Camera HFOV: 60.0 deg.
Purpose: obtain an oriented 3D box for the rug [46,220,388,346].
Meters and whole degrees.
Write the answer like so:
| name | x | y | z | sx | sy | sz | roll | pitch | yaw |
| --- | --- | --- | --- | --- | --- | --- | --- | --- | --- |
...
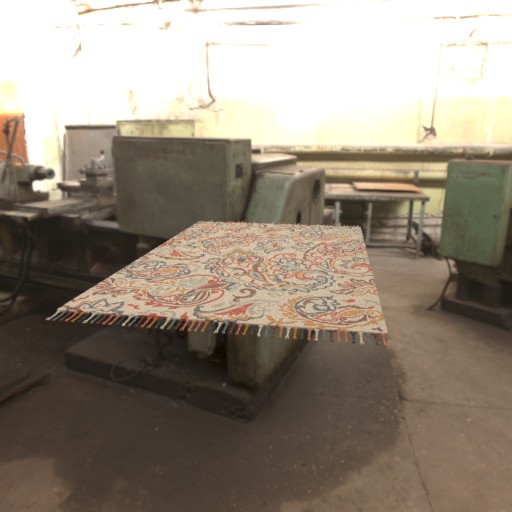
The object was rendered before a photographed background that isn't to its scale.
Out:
| name | x | y | z | sx | sy | sz | roll | pitch | yaw |
| --- | --- | --- | --- | --- | --- | --- | --- | --- | --- |
| rug | 0.000 | 0.000 | 2.447 | 1.218 | 0.010 | 1.997 | 3 | 15 | 10 |
